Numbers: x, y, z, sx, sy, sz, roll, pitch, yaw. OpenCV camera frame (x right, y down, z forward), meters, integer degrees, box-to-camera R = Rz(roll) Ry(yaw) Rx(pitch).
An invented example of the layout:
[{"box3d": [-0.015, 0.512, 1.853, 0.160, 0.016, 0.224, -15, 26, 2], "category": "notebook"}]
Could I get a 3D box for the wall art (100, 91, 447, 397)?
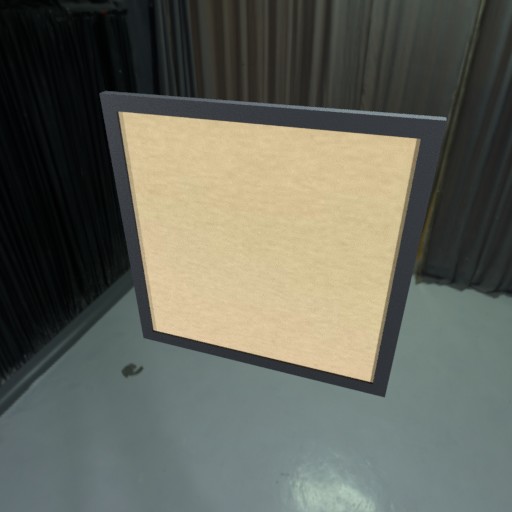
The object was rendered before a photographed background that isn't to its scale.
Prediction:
[{"box3d": [0.000, 0.000, 0.536, 0.358, 0.357, 0.012, 10, 33, 16], "category": "wall art"}]
